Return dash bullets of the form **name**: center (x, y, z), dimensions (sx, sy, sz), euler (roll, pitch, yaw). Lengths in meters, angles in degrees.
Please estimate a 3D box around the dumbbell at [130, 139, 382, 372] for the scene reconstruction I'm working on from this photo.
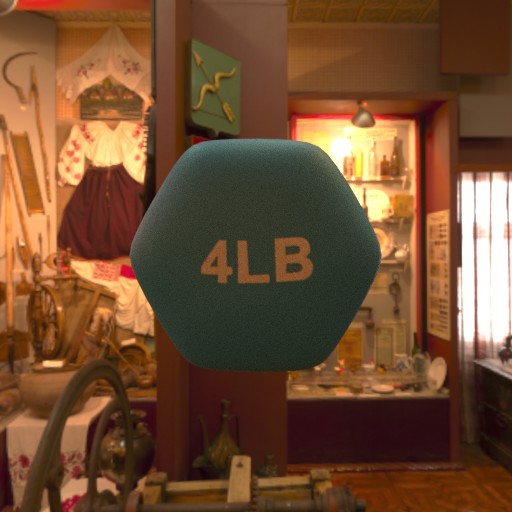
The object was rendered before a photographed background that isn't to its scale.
- **dumbbell**: center (0.000, 0.000, 0.191), dimensions (0.074, 0.066, 0.152), euler (0, 0, 1)
